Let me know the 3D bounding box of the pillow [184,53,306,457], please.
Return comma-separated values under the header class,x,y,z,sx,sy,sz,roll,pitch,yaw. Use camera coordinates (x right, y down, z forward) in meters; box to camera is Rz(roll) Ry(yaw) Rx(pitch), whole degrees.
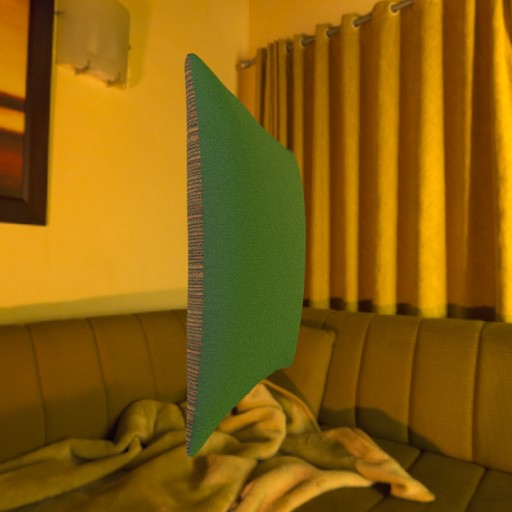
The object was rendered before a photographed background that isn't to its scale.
class,x,y,z,sx,sy,sz,roll,pitch,yaw
pillow,0.000,0.000,0.780,0.150,0.497,0.514,0,-1,18
